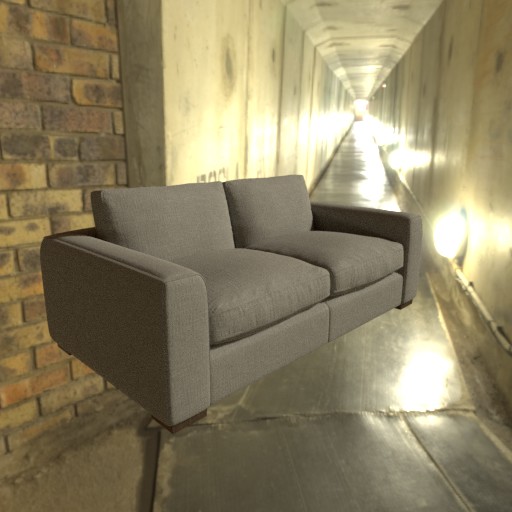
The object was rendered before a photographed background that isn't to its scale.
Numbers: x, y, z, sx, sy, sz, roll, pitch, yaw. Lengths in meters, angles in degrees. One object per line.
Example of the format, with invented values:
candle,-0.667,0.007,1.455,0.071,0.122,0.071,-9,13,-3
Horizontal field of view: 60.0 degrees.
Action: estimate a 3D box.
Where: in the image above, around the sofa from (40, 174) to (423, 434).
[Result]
sofa,0.000,0.000,2.446,1.069,0.800,1.920,14,20,43
